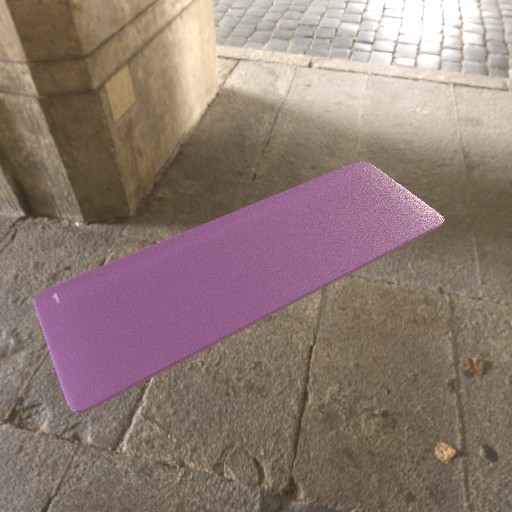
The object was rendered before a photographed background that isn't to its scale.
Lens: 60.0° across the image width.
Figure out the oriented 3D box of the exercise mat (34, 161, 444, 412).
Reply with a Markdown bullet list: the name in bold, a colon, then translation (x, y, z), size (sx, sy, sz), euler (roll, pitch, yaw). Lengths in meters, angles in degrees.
- **exercise mat**: translation (0.000, 0.000, 2.034), size (1.869, 0.021, 0.616), euler (-25, 52, -21)
